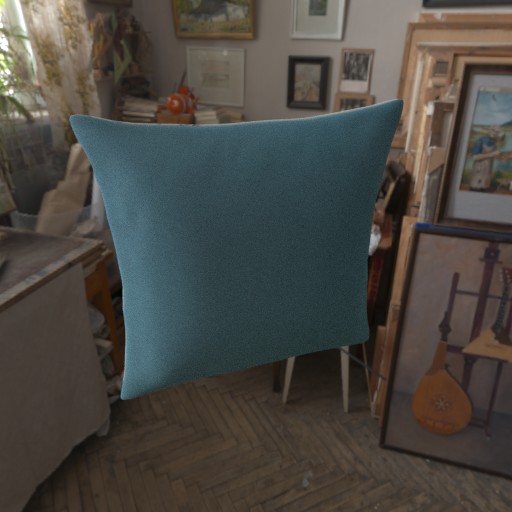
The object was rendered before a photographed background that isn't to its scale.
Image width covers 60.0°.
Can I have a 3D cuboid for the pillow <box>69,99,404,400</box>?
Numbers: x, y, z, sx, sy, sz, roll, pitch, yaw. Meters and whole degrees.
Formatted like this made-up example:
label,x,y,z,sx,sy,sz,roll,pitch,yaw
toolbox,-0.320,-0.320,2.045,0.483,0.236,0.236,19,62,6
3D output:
label,x,y,z,sx,sy,sz,roll,pitch,yaw
pillow,0.000,0.000,0.779,0.526,0.507,0.166,-9,28,-18
